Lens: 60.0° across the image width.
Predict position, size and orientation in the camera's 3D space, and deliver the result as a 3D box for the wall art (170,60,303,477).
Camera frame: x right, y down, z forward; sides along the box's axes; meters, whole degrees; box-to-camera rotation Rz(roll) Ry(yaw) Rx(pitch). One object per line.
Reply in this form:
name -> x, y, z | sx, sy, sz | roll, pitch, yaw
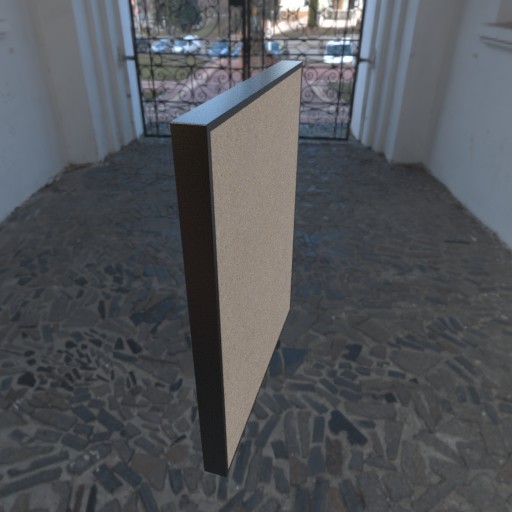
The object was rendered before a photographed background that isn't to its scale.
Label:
wall art -> 0.000, 0.000, 0.745 | 0.038, 0.551, 0.448 | 9, 32, 14
